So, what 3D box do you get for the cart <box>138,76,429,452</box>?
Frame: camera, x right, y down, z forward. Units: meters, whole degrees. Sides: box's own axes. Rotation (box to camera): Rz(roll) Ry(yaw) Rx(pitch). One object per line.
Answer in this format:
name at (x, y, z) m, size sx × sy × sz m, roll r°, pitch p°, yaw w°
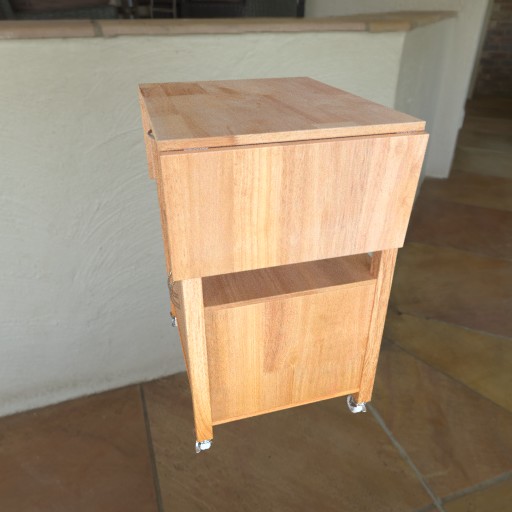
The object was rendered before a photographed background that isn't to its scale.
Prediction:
cart at (0.000, 0.000, 1.235) m, size 0.508 × 0.838 × 0.640 m, roll -8°, pitch 31°, yaw -14°
